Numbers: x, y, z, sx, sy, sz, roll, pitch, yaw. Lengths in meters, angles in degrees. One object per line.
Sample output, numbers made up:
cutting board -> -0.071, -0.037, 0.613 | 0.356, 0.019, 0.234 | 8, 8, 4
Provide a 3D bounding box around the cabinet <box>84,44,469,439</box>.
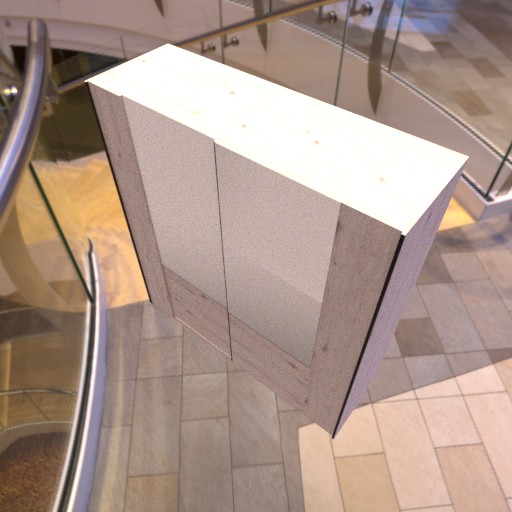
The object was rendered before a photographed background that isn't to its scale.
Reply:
cabinet -> 0.000, 0.000, 3.107 | 2.000, 2.180, 0.660 | 31, 55, 25
